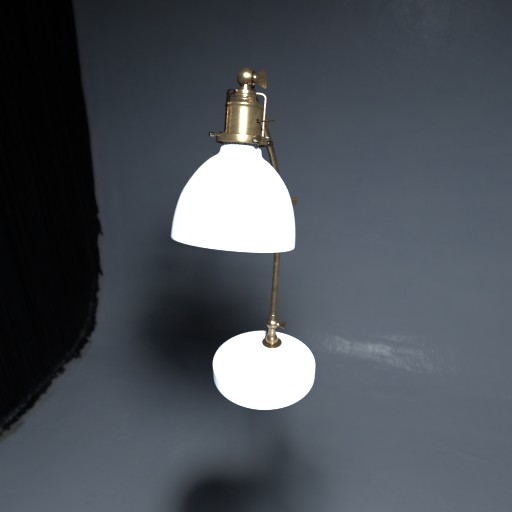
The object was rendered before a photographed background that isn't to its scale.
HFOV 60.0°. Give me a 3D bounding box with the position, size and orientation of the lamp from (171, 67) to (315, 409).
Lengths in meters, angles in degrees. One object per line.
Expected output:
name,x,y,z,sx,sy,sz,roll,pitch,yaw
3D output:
lamp,0.000,0.000,0.662,0.186,0.522,0.317,8,28,16
